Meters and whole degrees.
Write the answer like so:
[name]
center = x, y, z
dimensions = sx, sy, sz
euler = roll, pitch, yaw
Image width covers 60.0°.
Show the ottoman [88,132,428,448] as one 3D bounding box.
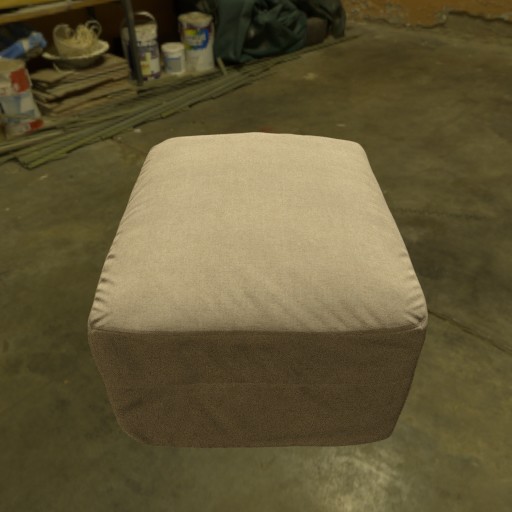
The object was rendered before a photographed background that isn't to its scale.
[ottoman]
center = 0.000, 0.000, 1.208
dimensions = 0.683, 0.481, 0.837
euler = 0, 39, 0
